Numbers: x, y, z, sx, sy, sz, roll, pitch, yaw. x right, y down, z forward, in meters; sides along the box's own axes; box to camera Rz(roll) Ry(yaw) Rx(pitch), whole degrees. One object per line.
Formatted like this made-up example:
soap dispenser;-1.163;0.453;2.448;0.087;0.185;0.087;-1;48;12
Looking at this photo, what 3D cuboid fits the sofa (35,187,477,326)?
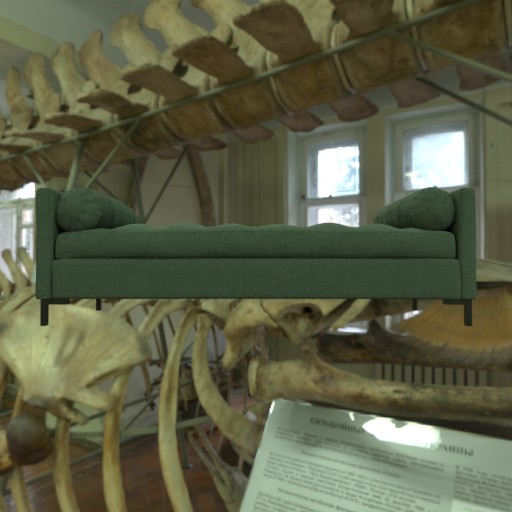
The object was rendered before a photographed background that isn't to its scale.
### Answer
sofa;0.000;0.000;2.484;2.130;0.681;0.817;0;-1;0
